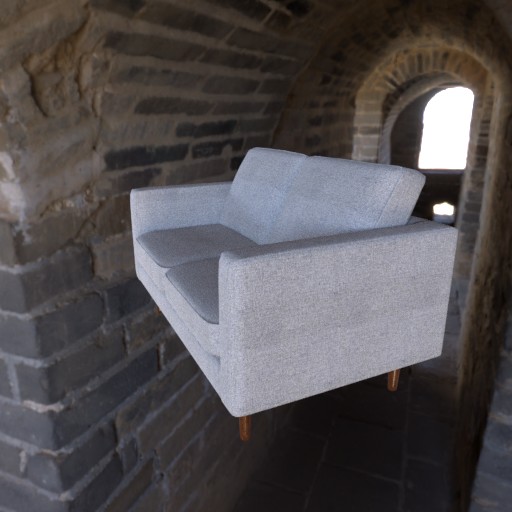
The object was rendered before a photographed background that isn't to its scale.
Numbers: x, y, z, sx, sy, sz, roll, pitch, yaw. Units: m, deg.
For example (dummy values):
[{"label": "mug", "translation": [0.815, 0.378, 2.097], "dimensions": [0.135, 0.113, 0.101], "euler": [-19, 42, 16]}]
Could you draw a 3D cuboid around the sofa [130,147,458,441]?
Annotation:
[{"label": "sofa", "translation": [0.000, 0.000, 2.200], "dimensions": [0.969, 0.973, 1.527], "euler": [-8, 19, -25]}]
